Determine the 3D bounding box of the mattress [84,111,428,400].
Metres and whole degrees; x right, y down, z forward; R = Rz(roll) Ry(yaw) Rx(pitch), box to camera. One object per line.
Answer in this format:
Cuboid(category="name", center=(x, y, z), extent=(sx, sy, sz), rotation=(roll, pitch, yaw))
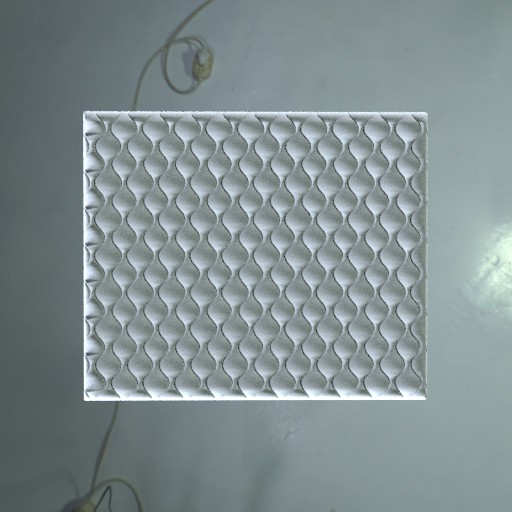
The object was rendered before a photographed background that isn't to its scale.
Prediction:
Cuboid(category="mattress", center=(0.000, 0.000, 2.510), extent=(1.900, 0.200, 1.600), rotation=(0, 90, -1))
